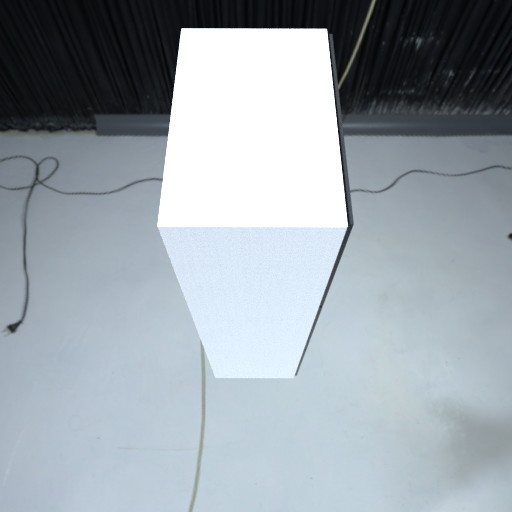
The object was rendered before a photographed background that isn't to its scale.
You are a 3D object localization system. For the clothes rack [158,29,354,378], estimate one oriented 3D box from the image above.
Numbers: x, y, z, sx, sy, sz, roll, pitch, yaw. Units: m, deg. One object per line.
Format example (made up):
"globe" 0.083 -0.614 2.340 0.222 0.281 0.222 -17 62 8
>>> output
"clothes rack" 0.000 0.000 1.378 0.330 1.187 0.500 0 63 0
